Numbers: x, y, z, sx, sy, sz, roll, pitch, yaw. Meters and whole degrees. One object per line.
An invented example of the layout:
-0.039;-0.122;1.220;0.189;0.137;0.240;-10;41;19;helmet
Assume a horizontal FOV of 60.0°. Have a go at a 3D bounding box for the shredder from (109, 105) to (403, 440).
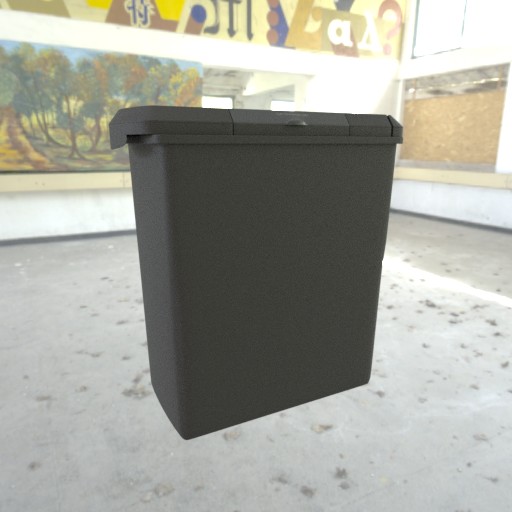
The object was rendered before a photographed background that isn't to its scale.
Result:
0.000;0.000;0.534;0.320;0.335;0.170;-7;16;-27;shredder
